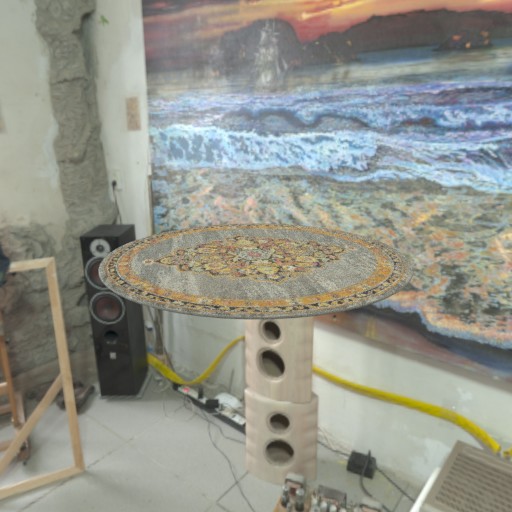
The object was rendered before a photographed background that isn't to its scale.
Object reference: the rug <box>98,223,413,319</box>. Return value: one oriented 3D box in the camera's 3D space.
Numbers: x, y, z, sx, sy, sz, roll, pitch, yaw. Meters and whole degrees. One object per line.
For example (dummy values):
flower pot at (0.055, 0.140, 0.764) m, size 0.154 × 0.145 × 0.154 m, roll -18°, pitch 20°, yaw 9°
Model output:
rug at (0.000, 0.000, 3.539) m, size 2.382 × 0.014 × 2.382 m, roll 0°, pitch 17°, yaw 0°
